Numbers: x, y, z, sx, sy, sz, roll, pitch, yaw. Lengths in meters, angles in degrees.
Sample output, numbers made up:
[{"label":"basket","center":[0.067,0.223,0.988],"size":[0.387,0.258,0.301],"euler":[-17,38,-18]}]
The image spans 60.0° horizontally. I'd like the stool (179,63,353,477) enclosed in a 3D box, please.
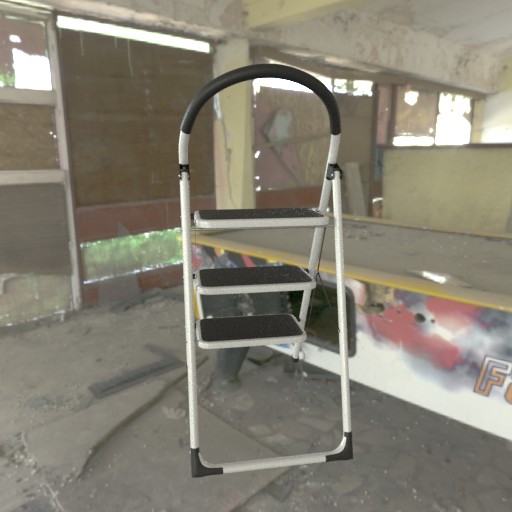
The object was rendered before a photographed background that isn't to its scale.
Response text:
[{"label":"stool","center":[0.000,0.000,1.469],"size":[0.485,1.109,0.676],"euler":[-2,13,-9]}]
